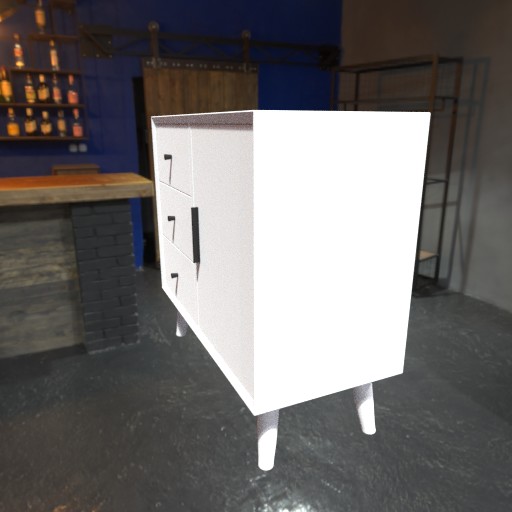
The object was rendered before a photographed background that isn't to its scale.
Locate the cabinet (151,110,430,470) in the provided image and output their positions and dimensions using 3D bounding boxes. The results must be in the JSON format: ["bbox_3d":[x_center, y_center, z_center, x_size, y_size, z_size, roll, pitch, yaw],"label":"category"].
[{"bbox_3d":[0.000,0.000,1.257,0.398,0.761,0.800,-7,18,-23],"label":"cabinet"}]
